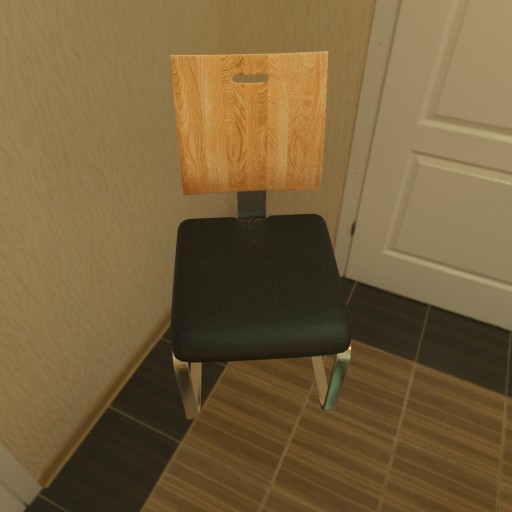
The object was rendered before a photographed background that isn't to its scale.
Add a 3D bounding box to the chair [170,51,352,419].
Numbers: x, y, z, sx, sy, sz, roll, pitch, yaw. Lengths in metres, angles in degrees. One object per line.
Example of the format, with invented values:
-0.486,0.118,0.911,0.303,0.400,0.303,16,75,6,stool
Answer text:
0.000,0.000,1.229,0.462,0.936,0.560,-3,44,-3,chair
